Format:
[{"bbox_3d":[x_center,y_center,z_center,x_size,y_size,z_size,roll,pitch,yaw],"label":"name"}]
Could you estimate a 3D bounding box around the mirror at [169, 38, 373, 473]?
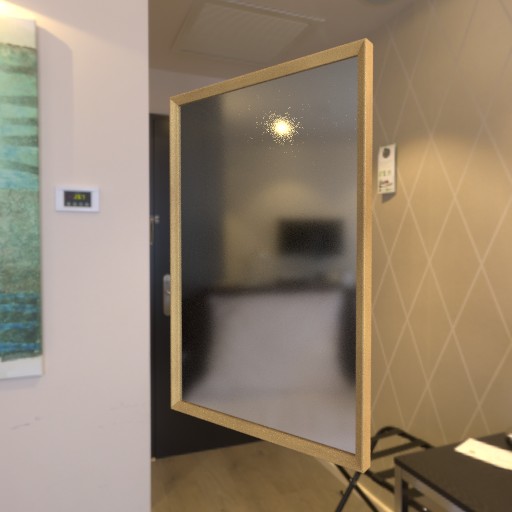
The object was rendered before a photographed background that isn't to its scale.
[{"bbox_3d":[0.000,0.000,1.133,0.609,0.915,0.041,1,2,38],"label":"mirror"}]
